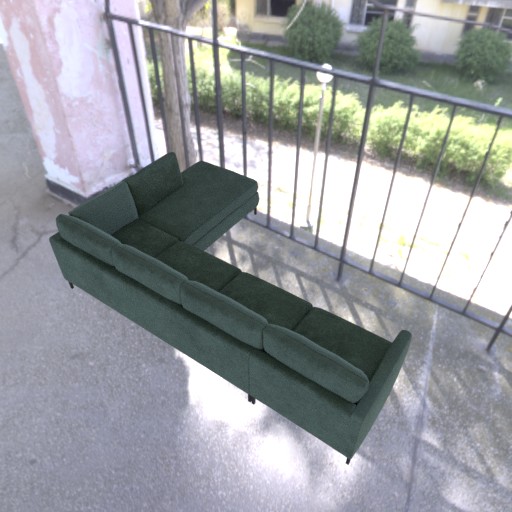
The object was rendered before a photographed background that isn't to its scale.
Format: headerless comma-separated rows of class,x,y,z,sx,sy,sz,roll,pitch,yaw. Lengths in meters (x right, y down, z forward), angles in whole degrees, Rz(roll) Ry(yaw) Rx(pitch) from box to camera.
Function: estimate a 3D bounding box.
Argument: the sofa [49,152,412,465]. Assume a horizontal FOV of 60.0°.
sofa,0.000,0.000,3.261,2.486,0.687,1.707,25,47,25
